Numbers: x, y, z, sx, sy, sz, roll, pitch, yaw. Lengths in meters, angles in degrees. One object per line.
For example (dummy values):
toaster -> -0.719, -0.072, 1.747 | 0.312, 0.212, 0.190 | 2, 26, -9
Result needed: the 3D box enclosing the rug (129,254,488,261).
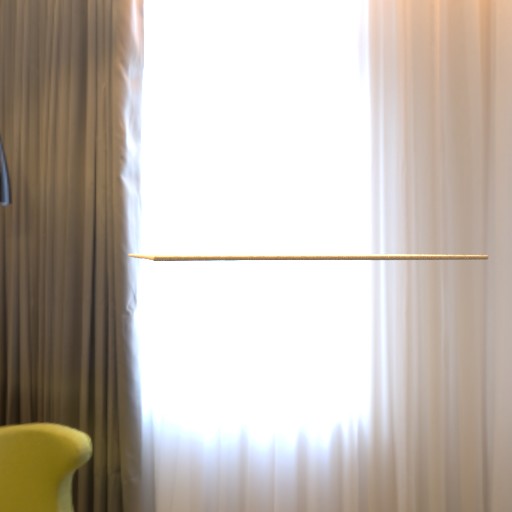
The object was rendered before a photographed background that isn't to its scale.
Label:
rug -> 0.000, 0.000, 2.322 | 1.222, 0.015, 1.828 | 0, 0, -18
